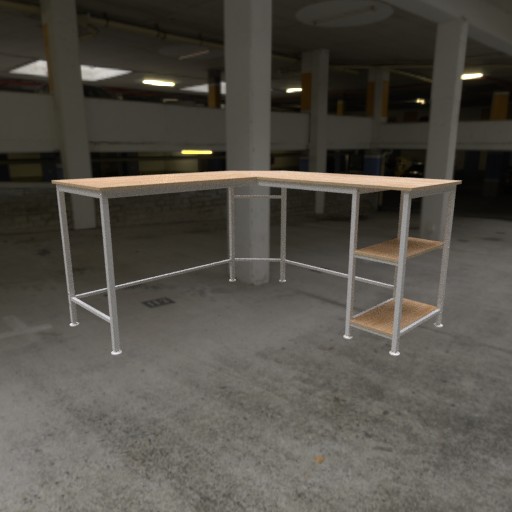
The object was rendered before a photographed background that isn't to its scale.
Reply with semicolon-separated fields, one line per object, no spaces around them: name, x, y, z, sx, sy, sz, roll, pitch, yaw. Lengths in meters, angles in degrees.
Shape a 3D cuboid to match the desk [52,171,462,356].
desk;0.000;0.000;2.198;1.379;0.739;1.379;-14;19;-43
